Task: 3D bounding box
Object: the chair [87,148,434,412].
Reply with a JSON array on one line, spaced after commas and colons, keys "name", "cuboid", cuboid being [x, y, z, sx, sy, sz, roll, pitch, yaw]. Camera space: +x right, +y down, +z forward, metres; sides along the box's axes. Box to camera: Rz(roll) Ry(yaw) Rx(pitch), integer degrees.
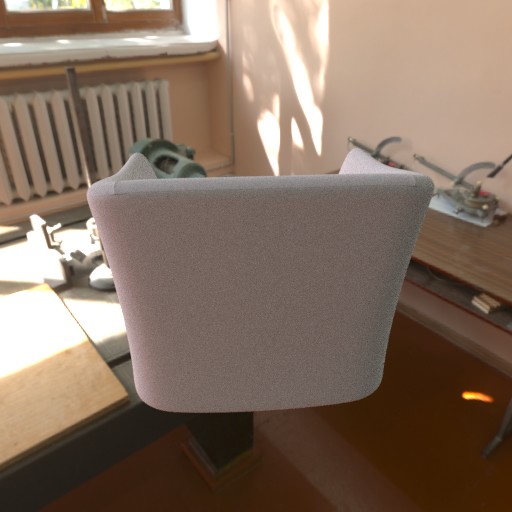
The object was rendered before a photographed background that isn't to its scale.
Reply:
[{"name": "chair", "cuboid": [0.000, 0.000, 1.320, 0.790, 0.720, 0.700, -2, 30, -4]}]
